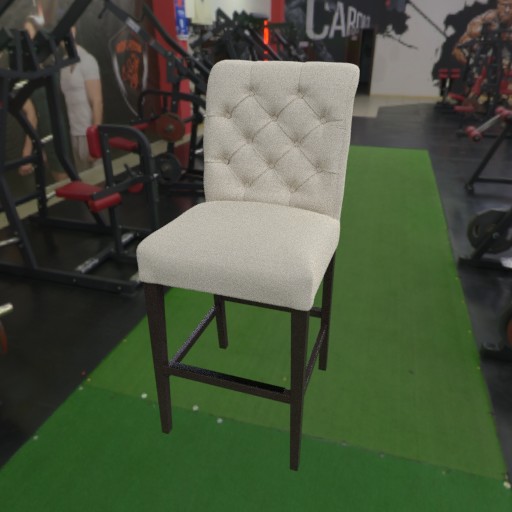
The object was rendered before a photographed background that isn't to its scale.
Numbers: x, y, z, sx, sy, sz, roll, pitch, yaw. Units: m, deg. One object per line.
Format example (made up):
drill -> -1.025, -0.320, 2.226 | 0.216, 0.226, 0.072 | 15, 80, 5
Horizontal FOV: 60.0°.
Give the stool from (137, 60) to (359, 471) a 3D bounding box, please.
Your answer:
stool -> 0.000, 0.000, 1.408 | 0.482, 1.118, 0.610 | 8, 27, 17
